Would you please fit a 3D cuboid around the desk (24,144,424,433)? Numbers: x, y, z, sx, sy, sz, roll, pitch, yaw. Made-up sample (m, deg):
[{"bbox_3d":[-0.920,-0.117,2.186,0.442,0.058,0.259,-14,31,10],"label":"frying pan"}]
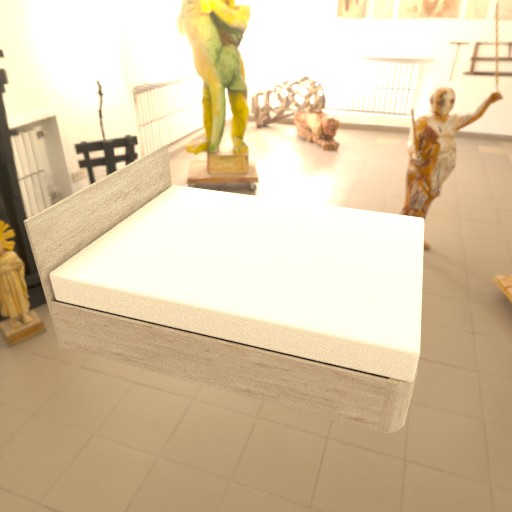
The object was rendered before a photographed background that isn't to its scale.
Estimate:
[{"bbox_3d":[0.000,0.000,2.652,1.900,0.800,1.400,10,31,16],"label":"desk"}]
